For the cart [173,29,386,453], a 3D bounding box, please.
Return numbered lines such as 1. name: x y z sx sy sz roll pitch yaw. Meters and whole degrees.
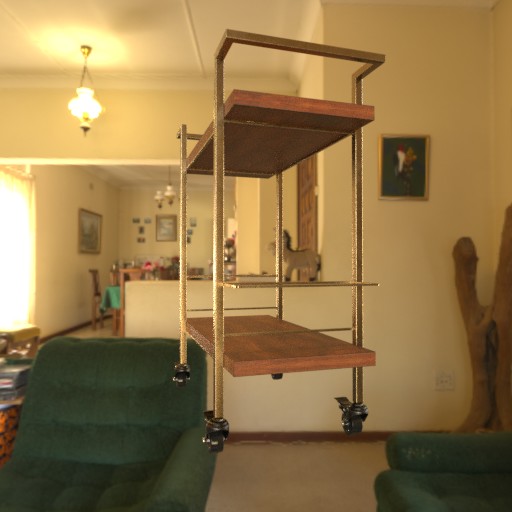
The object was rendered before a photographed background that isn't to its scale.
1. cart: 0.000 0.000 1.165 0.364 0.807 0.695 0 -1 -17
